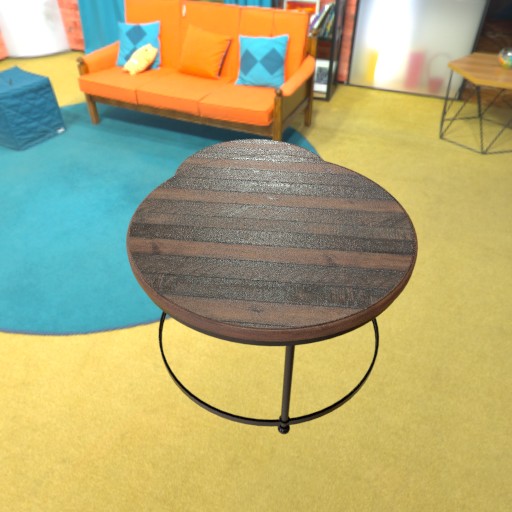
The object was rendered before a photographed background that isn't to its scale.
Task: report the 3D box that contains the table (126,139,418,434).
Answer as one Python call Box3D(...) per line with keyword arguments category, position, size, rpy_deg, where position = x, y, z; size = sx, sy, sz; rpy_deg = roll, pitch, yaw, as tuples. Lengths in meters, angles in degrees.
Box3D(category="table", position=(0.000, 0.000, 1.625), size=(0.870, 0.516, 1.152), rpy_deg=(-13, 42, -14))
